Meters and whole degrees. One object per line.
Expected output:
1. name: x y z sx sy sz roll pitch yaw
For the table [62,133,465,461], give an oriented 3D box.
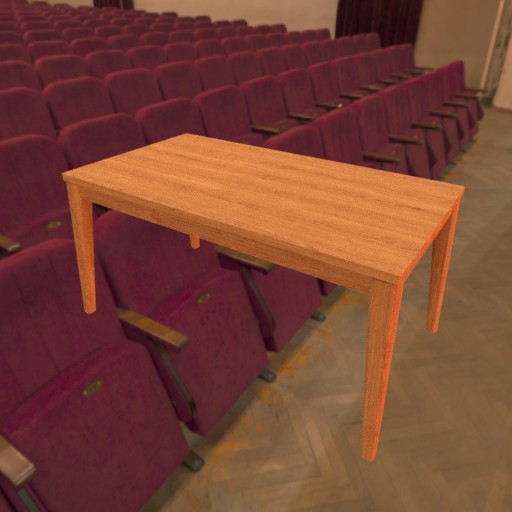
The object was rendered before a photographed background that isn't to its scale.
1. table: 0.000 0.000 2.103 1.600 0.760 0.900 18 35 29
